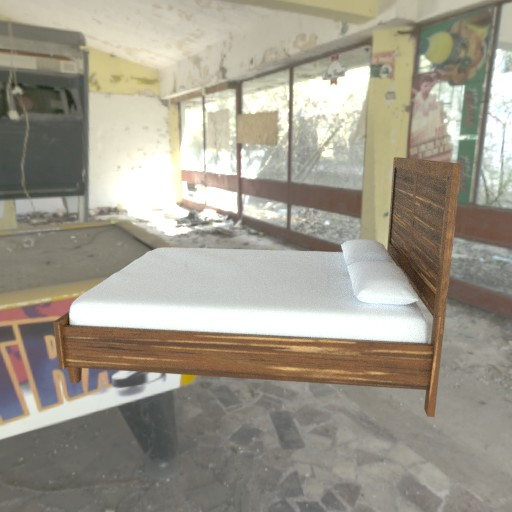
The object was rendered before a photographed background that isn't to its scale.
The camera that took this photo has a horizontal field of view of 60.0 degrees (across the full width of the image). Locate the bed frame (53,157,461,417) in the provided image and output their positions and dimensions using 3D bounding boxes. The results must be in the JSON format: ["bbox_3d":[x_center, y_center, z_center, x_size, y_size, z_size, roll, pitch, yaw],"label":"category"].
[{"bbox_3d":[0.000,0.000,3.318,2.276,1.417,1.696,2,14,7],"label":"bed frame"}]
